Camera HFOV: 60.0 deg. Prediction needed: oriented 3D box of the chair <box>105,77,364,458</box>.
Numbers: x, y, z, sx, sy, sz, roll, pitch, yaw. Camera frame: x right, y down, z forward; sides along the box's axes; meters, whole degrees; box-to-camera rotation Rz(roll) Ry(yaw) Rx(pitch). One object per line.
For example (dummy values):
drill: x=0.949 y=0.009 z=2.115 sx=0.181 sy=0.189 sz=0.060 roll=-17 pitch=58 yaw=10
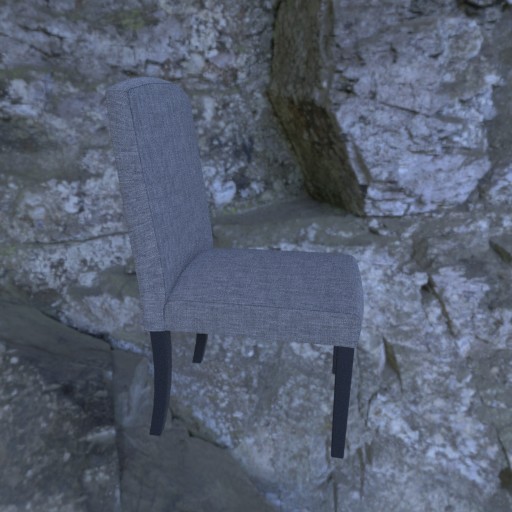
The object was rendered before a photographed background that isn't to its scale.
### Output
chair: x=0.000 y=0.000 z=1.216 sx=0.580 sy=0.917 sz=0.451 roll=3 pitch=17 yaw=9
